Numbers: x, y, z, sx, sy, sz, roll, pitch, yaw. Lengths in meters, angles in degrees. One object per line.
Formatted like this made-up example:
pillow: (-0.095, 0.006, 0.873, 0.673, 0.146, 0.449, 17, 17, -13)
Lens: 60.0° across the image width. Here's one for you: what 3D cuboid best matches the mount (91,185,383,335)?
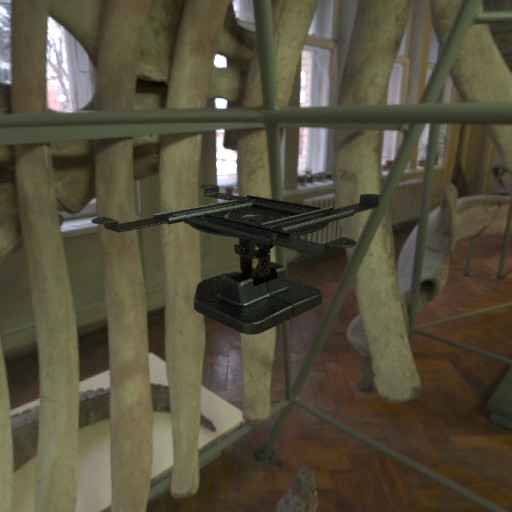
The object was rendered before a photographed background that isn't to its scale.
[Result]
mount: (0.000, 0.000, 0.618, 0.394, 0.141, 0.394, 16, 24, 42)
